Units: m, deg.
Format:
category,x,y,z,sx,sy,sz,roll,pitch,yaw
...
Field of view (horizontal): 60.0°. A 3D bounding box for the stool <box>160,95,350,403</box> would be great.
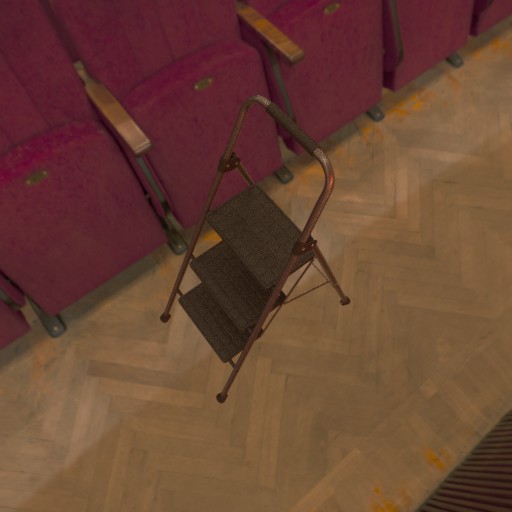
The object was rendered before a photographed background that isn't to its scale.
category,x,y,z,sx,sy,sz,roll,pitch,yaw
stool,0.000,0.000,1.486,0.733,1.121,0.473,-35,69,-15
